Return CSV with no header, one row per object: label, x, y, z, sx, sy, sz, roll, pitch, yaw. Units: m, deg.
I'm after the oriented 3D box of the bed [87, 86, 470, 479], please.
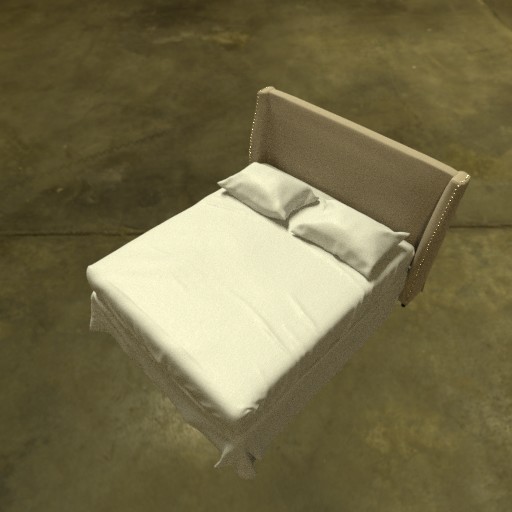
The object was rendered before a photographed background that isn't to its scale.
bed,0.000,0.000,3.377,1.925,1.332,2.276,35,56,29
